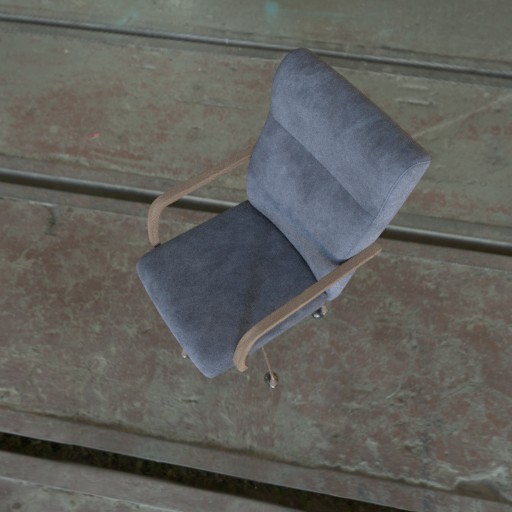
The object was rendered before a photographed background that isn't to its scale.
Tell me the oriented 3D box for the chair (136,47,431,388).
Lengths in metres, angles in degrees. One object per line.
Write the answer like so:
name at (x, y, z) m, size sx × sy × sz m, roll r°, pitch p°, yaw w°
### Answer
chair at (0.000, 0.000, 1.479) m, size 0.741 × 1.029 × 0.640 m, roll -32°, pitch 67°, yaw -16°
